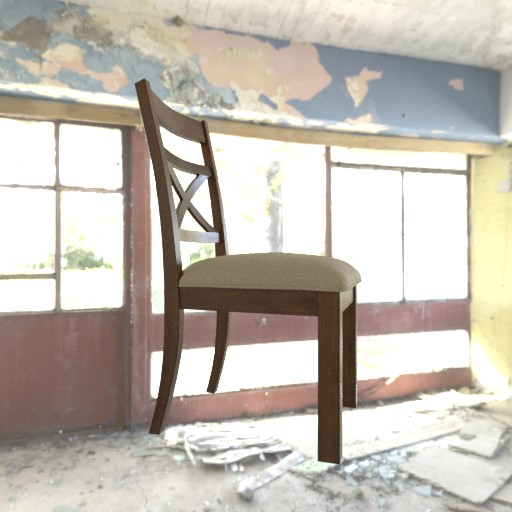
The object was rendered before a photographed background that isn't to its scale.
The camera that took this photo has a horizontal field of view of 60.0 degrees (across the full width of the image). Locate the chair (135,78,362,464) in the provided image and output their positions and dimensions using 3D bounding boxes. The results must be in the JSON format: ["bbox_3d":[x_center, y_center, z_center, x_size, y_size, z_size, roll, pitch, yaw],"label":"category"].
[{"bbox_3d":[0.000,0.000,1.302,0.581,0.949,0.461,0,0,18],"label":"chair"}]
